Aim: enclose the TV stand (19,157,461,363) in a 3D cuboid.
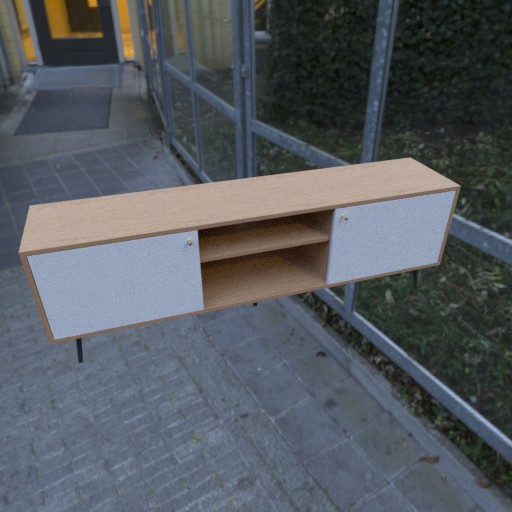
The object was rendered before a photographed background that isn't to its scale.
[{"bbox_3d":[0.000,0.000,1.986,1.760,0.580,0.400,-10,34,-15],"label":"TV stand"}]
